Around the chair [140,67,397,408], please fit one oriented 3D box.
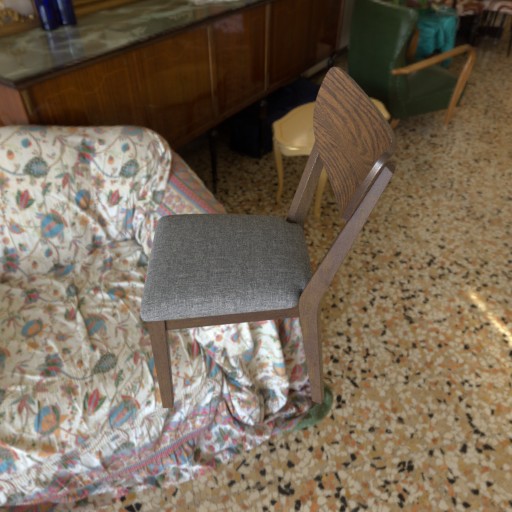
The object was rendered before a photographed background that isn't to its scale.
[{"bbox_3d":[0.000,0.000,1.215,0.583,0.849,0.491,-2,41,-2],"label":"chair"}]
